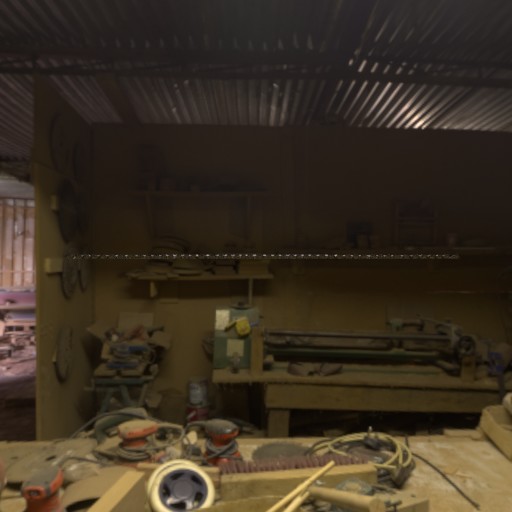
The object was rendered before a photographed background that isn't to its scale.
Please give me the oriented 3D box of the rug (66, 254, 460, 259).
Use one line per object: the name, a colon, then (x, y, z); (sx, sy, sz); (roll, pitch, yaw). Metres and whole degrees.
rug: (0.000, 0.000, 2.952); (1.613, 0.017, 2.312); (0, 0, -2)
